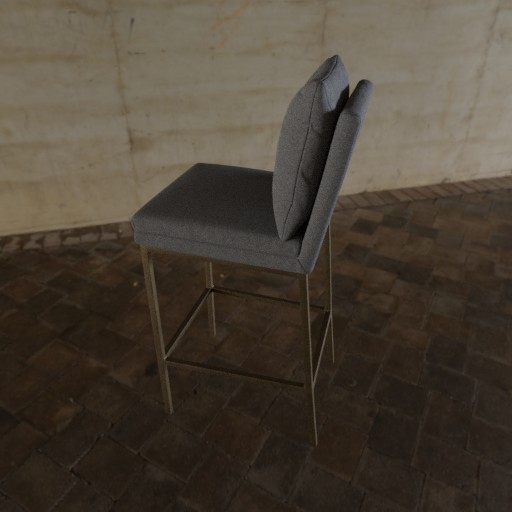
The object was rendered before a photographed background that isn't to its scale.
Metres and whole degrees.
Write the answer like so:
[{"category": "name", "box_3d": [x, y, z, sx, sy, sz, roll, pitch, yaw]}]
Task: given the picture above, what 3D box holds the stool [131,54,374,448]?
[{"category": "stool", "box_3d": [0.000, 0.000, 1.394, 0.569, 1.130, 0.463, 9, 32, 14]}]
